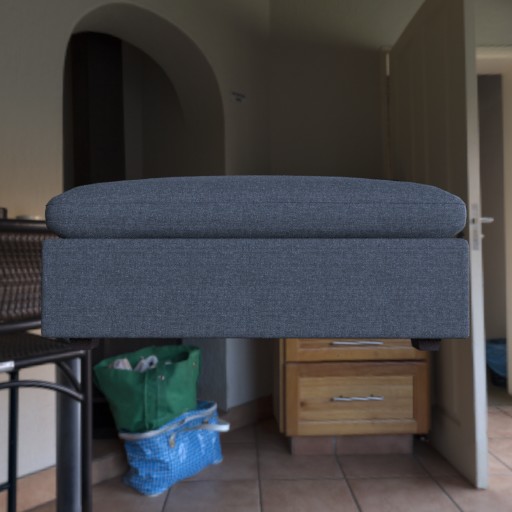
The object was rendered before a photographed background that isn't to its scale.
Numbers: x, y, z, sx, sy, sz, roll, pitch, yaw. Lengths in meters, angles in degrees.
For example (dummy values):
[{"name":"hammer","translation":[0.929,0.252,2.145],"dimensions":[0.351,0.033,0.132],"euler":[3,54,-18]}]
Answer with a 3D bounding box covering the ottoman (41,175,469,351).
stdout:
[{"name":"ottoman","translation":[0.000,0.000,1.412],"dimensions":[1.041,0.483,0.711],"euler":[0,-1,1]}]
